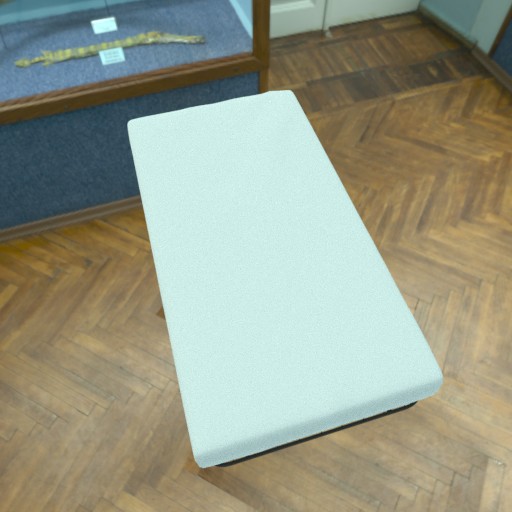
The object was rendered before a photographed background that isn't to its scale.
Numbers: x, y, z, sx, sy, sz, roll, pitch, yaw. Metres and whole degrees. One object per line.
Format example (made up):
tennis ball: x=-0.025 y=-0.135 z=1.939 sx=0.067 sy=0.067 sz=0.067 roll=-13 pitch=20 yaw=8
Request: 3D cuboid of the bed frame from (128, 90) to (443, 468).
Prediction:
bed frame: x=0.000 y=0.000 z=2.365 sx=1.025 sy=0.640 sz=1.908 roll=-14 pitch=58 yaw=-9
